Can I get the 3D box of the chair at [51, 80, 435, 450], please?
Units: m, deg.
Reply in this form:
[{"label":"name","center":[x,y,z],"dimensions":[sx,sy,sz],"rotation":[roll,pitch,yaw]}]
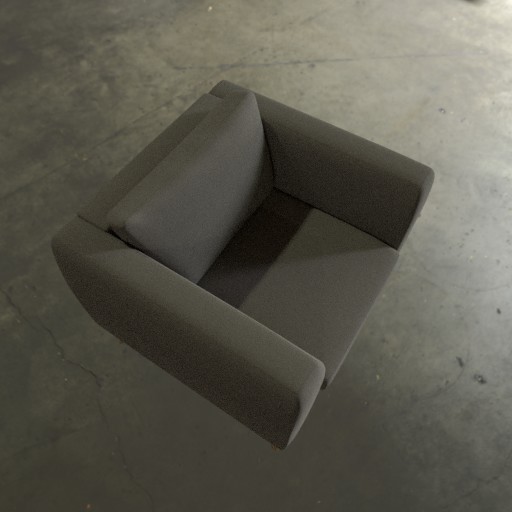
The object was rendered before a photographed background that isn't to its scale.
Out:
[{"label":"chair","center":[0.000,0.000,1.679],"dimensions":[0.930,0.860,1.000],"rotation":[29,62,17]}]
